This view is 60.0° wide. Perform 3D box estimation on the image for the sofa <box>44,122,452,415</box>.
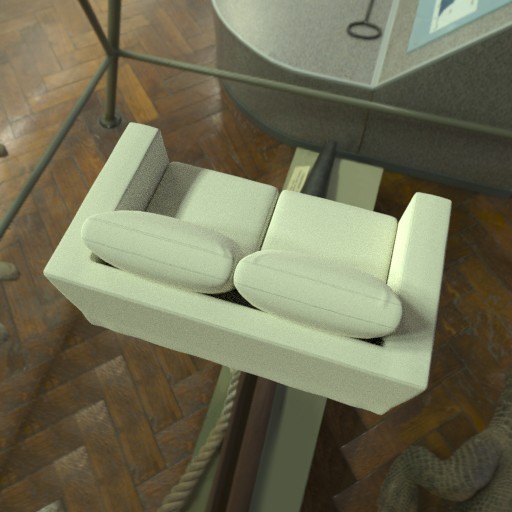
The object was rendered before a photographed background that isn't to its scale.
[{"bbox_3d":[0.000,0.000,2.344,1.813,0.932,1.009,15,64,8],"label":"sofa"}]
